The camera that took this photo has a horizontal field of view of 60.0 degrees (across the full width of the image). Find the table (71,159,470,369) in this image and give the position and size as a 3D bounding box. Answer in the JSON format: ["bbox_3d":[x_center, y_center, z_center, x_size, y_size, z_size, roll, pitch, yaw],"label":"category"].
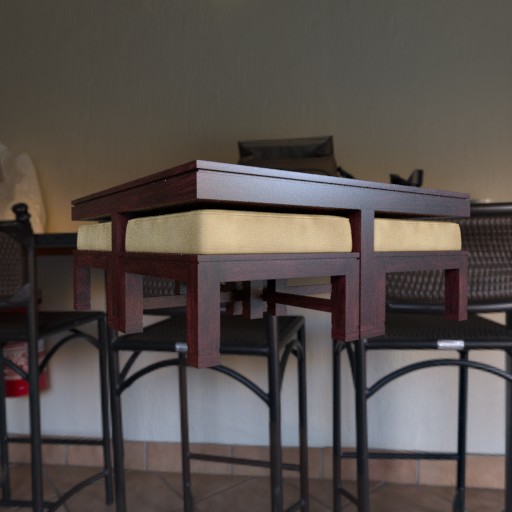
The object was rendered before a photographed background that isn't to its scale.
[{"bbox_3d":[0.000,0.000,1.352,0.865,0.356,0.865,-1,2,-36],"label":"table"}]
